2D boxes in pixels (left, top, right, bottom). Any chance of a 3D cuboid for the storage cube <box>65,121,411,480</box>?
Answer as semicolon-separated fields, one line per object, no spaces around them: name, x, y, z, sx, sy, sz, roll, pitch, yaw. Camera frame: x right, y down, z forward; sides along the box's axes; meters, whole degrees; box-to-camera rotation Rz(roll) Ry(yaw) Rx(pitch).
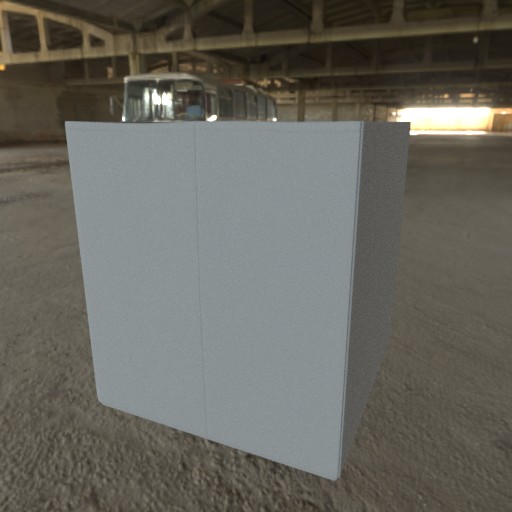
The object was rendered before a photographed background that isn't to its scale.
storage cube;0.000;0.000;0.481;0.270;0.280;0.270;8;18;23
